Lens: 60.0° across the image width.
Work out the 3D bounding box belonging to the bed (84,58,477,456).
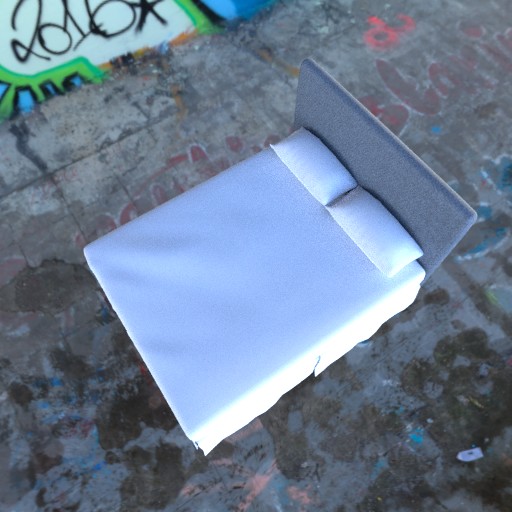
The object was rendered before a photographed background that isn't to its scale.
[{"bbox_3d":[0.000,0.000,3.201,2.142,1.330,1.723,-31,67,-15],"label":"bed"}]
